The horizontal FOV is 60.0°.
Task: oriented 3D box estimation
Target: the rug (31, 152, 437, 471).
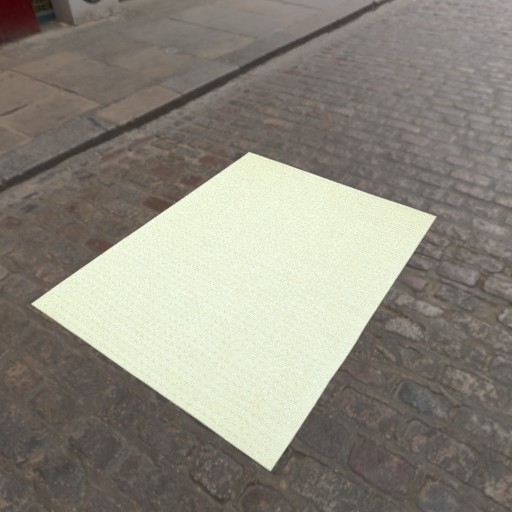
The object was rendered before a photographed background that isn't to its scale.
[{"bbox_3d":[0.000,0.000,4.238,2.452,0.016,3.204,25,48,25],"label":"rug"}]
